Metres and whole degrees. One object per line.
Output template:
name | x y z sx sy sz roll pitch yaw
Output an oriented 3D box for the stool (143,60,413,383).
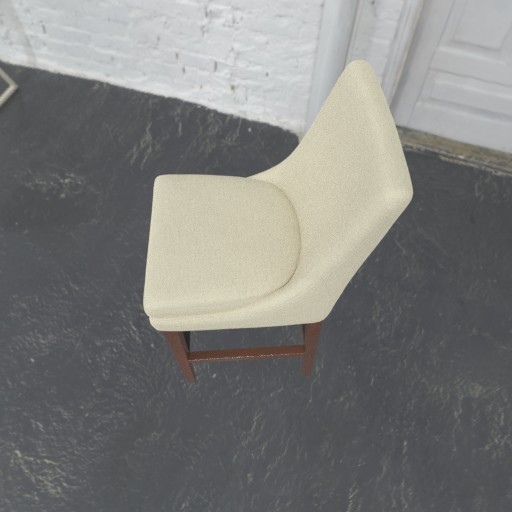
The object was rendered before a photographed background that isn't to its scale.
stool | 0.000 0.000 1.292 0.577 0.981 0.470 -3 57 -2
